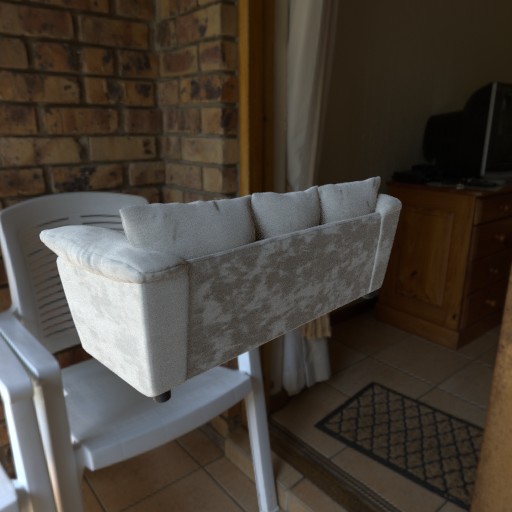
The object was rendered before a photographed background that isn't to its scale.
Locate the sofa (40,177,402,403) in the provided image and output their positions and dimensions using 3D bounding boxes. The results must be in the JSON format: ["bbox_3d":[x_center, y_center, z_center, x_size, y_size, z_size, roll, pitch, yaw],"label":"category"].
[{"bbox_3d":[0.000,0.000,2.893,0.893,0.981,2.377,15,22,42],"label":"sofa"}]
